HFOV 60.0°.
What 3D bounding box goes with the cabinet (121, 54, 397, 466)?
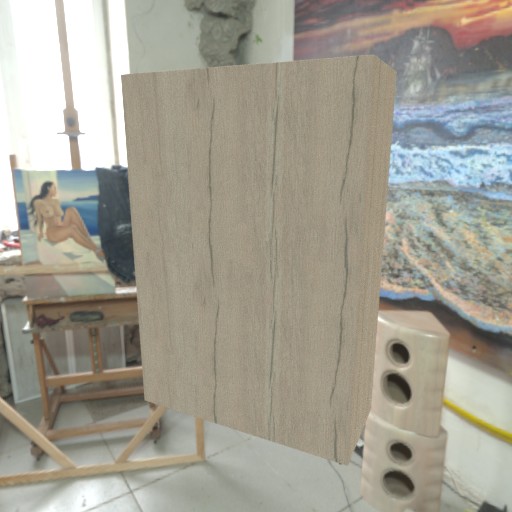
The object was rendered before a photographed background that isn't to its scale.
[{"bbox_3d":[0.000,0.000,2.692,1.400,2.070,0.580,7,17,25],"label":"cabinet"}]
